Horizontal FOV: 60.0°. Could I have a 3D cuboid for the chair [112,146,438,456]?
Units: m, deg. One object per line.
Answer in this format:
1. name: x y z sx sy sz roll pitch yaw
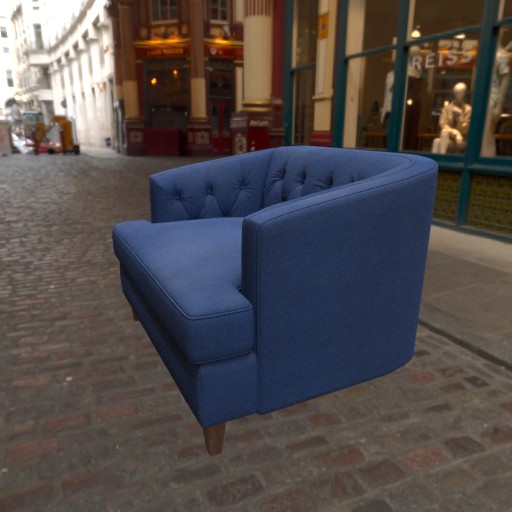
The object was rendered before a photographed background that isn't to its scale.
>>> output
1. chair: 0.000 0.000 1.726 0.914 0.787 1.118 -8 19 -25
